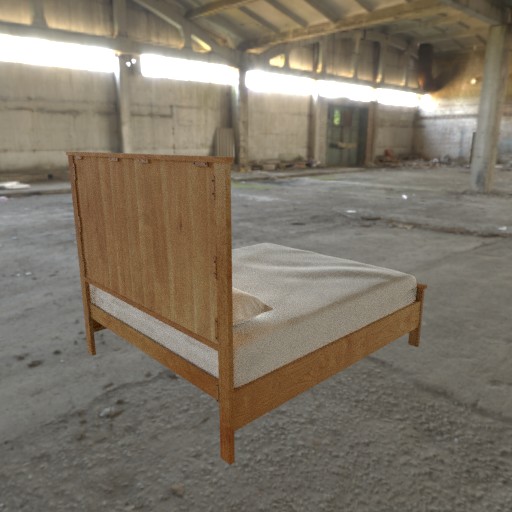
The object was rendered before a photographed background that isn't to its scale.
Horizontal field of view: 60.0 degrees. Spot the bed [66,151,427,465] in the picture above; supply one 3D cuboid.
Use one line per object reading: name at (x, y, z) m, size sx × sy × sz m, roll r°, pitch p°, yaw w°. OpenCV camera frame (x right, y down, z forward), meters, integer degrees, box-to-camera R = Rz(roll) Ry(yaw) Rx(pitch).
bed at (0.000, 0.000, 3.673) m, size 2.201 × 1.686 × 1.936 m, roll -13°, pitch 19°, yaw -42°
